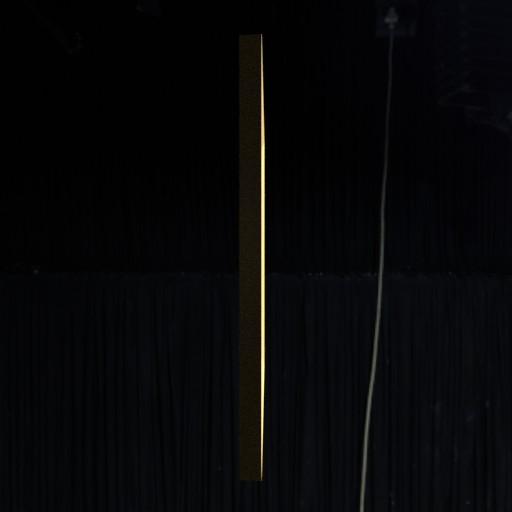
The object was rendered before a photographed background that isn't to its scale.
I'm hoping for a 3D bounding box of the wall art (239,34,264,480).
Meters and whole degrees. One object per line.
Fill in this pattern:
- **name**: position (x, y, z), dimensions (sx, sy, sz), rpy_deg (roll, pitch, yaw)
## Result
- **wall art**: position (0.000, 0.000, 2.891), dimensions (0.097, 1.936, 1.935), rpy_deg (0, 1, 1)
